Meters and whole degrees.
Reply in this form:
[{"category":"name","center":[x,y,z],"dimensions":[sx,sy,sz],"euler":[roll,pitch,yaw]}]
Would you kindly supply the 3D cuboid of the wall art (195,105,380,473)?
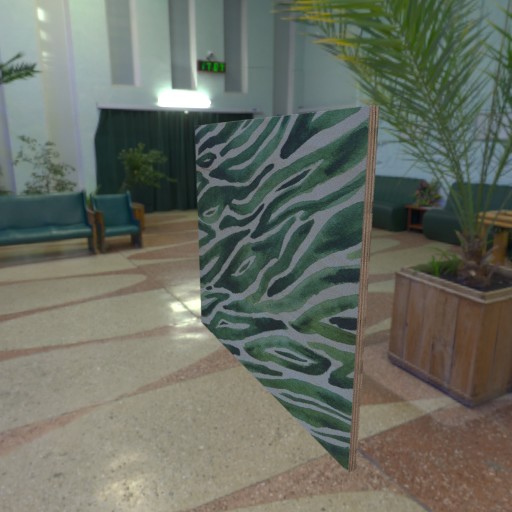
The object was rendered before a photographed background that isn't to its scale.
[{"category":"wall art","center":[0.000,0.000,0.692],"dimensions":[0.012,0.408,0.508],"euler":[-7,16,-26]}]
